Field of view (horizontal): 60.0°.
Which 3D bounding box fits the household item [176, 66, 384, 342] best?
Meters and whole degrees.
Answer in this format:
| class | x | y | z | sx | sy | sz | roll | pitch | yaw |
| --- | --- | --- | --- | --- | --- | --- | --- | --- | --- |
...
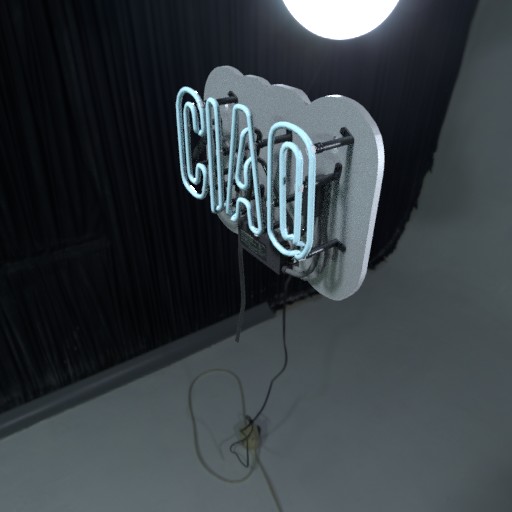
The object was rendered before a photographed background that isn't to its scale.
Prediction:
| class | x | y | z | sx | sy | sz | roll | pitch | yaw |
| --- | --- | --- | --- | --- | --- | --- | --- | --- | --- |
| household item | 0.000 | 0.000 | 0.396 | 0.042 | 0.294 | 0.211 | -21 | 38 | -29 |
